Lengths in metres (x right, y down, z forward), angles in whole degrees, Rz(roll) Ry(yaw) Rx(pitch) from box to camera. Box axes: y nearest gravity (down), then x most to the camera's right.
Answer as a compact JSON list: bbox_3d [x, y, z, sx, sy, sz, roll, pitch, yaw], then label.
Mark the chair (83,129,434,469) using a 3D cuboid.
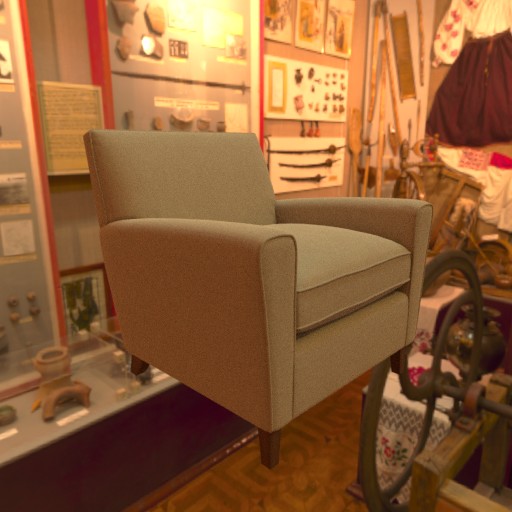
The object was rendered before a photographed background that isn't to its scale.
[{"bbox_3d":[0.000,0.000,1.535,0.840,0.846,0.871,-14,20,-43],"label":"chair"}]
